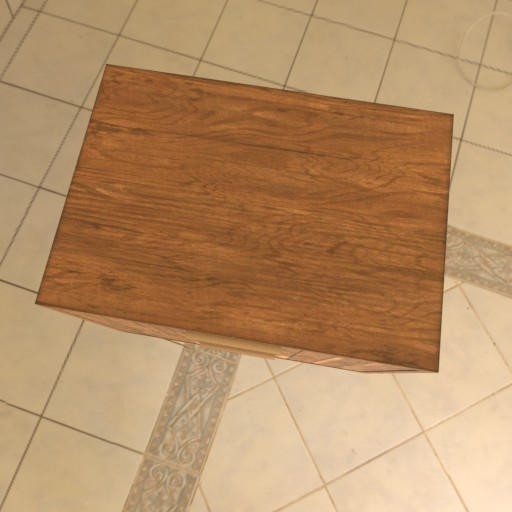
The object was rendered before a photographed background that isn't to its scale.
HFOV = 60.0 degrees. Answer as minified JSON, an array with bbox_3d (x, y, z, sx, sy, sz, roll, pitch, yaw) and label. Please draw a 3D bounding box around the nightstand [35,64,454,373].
[{"bbox_3d":[0.000,0.000,1.005,0.610,0.610,0.446,9,75,2],"label":"nightstand"}]
